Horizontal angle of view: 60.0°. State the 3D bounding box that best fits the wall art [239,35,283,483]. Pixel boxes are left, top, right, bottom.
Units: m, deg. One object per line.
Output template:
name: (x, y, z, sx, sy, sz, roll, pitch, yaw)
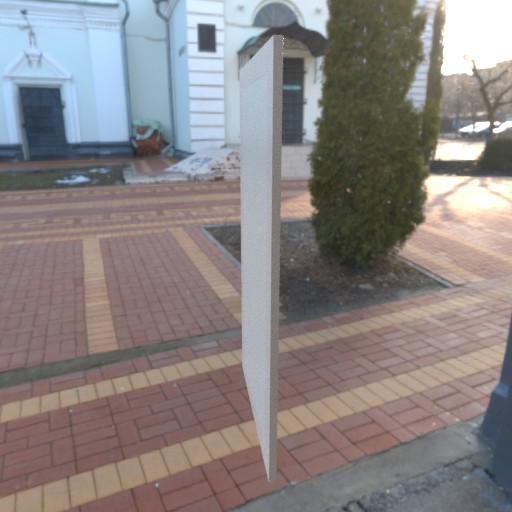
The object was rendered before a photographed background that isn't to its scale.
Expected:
wall art: (0.000, 0.000, 0.827, 0.013, 0.683, 0.380, -2, 17, -8)
